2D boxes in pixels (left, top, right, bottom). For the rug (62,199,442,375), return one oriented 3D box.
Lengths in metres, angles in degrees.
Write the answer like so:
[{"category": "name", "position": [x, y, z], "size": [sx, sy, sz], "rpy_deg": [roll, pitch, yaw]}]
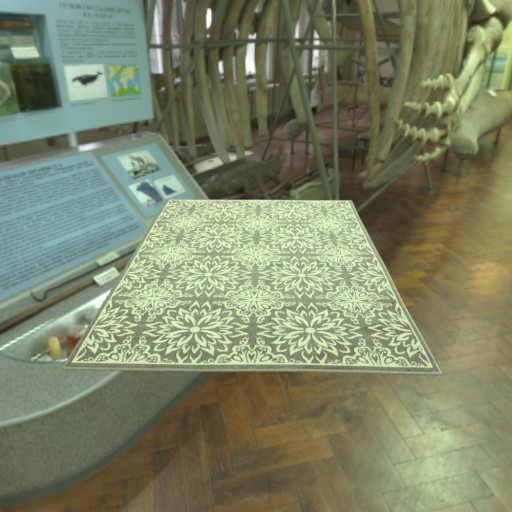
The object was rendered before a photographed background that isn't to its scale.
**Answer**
[{"category": "rug", "position": [0.000, 0.000, 2.860], "size": [1.608, 0.014, 2.213], "rpy_deg": [1, 26, 1]}]
